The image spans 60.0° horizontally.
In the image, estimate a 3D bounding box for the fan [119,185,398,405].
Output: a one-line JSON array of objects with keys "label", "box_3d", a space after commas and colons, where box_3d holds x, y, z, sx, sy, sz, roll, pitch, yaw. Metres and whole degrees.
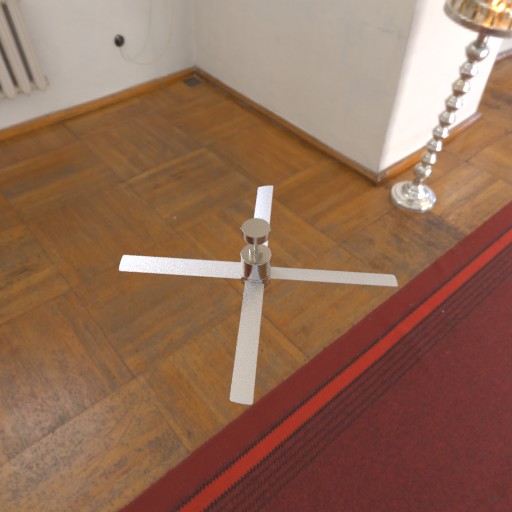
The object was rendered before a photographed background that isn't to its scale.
[{"label": "fan", "box_3d": [0.000, 0.000, 2.034, 1.322, 0.355, 1.322, 4, 47, 3]}]
